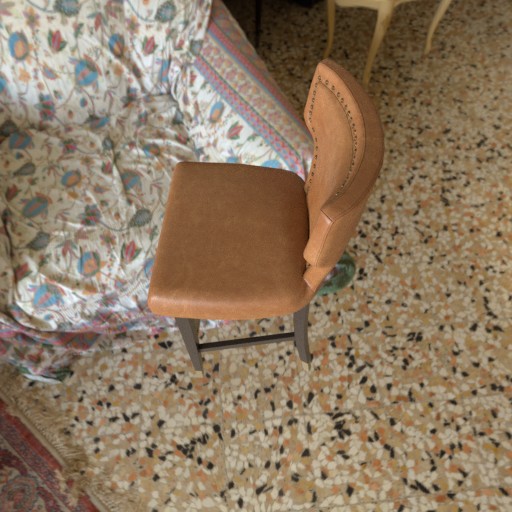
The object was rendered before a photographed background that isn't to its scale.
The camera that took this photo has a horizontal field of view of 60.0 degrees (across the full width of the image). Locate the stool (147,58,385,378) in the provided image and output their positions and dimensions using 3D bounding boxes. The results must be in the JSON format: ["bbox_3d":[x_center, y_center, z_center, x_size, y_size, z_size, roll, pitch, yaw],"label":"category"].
[{"bbox_3d":[0.000,0.000,1.428,0.563,1.092,0.526,3,58,2],"label":"stool"}]
